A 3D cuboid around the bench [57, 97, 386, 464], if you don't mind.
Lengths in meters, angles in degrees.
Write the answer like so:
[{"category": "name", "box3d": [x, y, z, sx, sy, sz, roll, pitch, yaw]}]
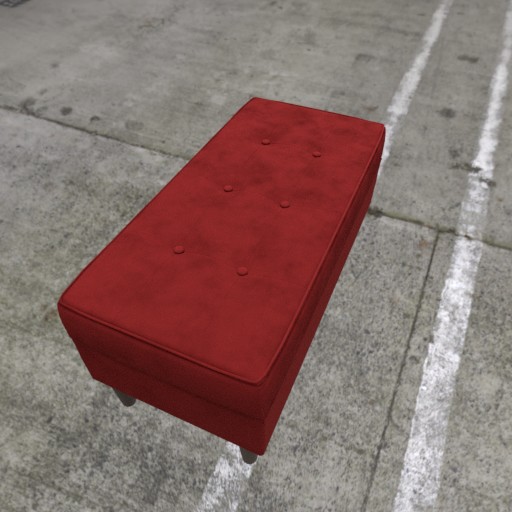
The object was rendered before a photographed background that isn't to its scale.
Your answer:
[{"category": "bench", "box3d": [0.000, 0.000, 1.320, 0.492, 0.471, 1.016, 18, 49, 17]}]
